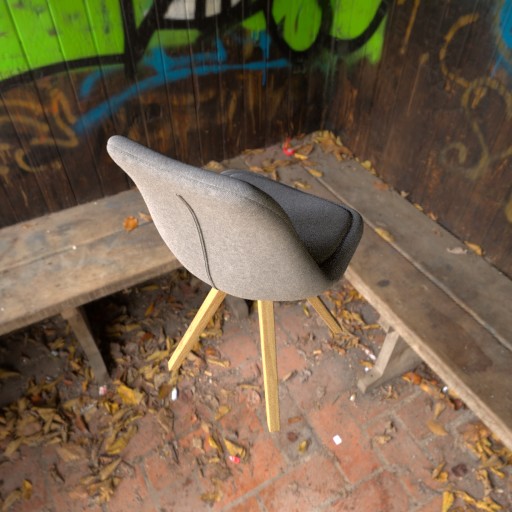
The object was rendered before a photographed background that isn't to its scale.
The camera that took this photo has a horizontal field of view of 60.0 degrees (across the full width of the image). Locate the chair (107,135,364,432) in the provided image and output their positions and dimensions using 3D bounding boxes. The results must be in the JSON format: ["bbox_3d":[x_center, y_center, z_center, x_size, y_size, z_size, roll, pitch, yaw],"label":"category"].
[{"bbox_3d":[0.000,0.000,1.171,0.483,0.865,0.550,24,50,22],"label":"chair"}]
